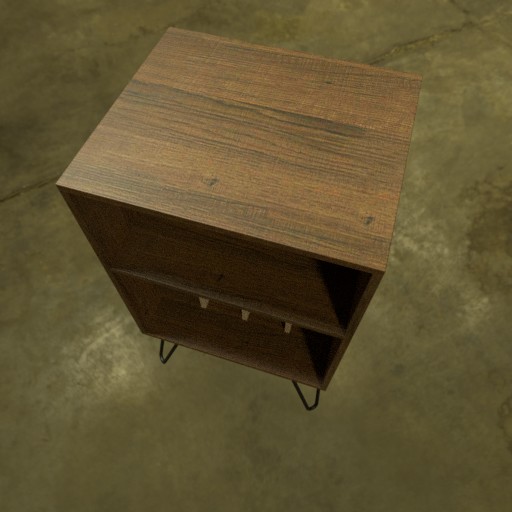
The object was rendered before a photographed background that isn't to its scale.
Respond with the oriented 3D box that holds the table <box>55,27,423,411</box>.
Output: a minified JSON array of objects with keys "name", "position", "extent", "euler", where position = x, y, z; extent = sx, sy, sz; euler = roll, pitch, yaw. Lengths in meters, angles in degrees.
[{"name":"table","position":[0.000,0.000,1.135],"extent":[0.526,0.866,0.457],"euler":[15,60,9]}]
